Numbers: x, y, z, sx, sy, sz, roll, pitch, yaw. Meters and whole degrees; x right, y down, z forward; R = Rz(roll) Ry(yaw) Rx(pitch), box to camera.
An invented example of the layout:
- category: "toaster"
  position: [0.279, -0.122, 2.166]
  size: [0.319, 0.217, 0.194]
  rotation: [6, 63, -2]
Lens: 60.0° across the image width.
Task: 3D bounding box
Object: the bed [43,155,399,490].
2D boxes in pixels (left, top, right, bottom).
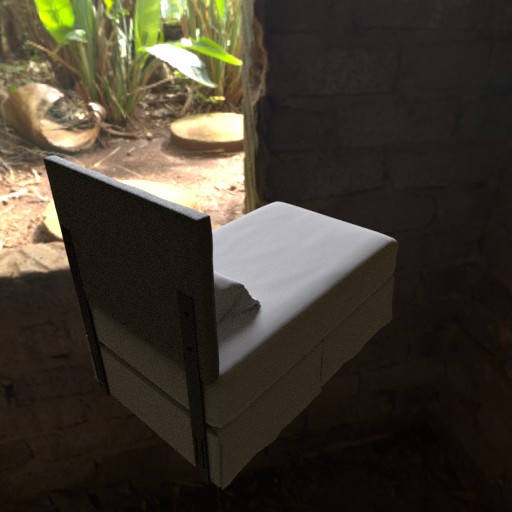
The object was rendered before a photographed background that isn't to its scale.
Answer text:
- category: "bed"
  position: [0.000, 0.000, 2.921]
  size: [1.261, 1.571, 1.997]
  rotation: [23, 37, 34]
